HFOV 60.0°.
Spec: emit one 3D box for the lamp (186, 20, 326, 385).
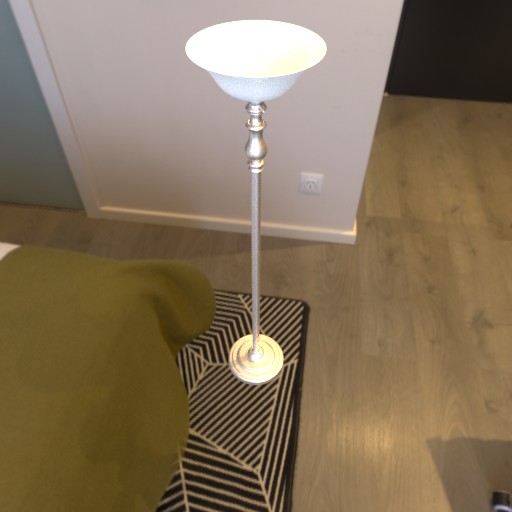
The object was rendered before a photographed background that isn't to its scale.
[{"bbox_3d":[0.000,0.000,1.924,0.405,1.771,0.405,-16,49,-15],"label":"lamp"}]
